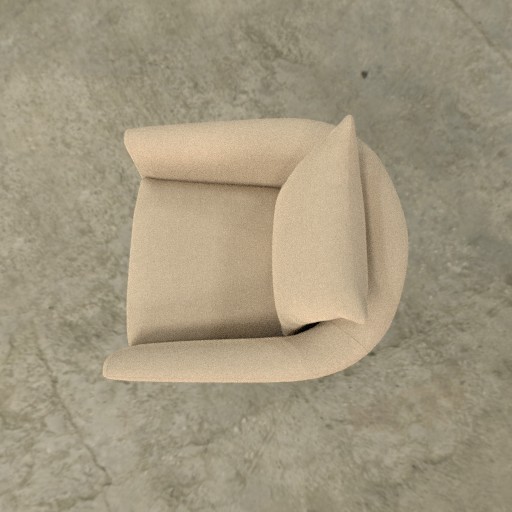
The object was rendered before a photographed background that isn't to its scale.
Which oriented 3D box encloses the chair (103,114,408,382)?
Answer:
[{"bbox_3d":[0.000,0.000,1.549,0.910,0.848,0.845,0,75,0],"label":"chair"}]
